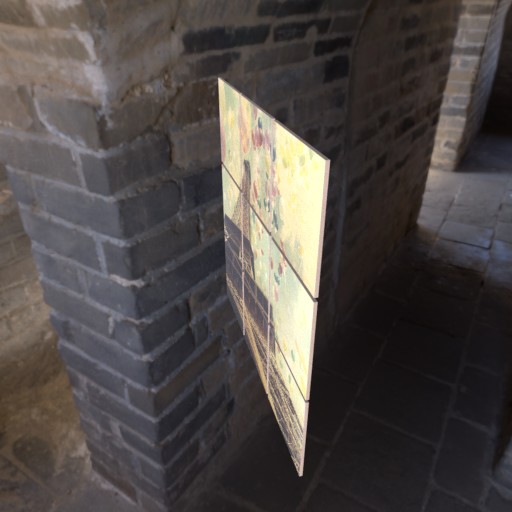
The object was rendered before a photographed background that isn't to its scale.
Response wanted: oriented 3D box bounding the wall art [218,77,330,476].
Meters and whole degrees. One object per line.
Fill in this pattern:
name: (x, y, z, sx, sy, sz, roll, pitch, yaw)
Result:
wall art: (0.000, 0.000, 1.850, 0.013, 1.218, 1.219, -8, 32, -14)
